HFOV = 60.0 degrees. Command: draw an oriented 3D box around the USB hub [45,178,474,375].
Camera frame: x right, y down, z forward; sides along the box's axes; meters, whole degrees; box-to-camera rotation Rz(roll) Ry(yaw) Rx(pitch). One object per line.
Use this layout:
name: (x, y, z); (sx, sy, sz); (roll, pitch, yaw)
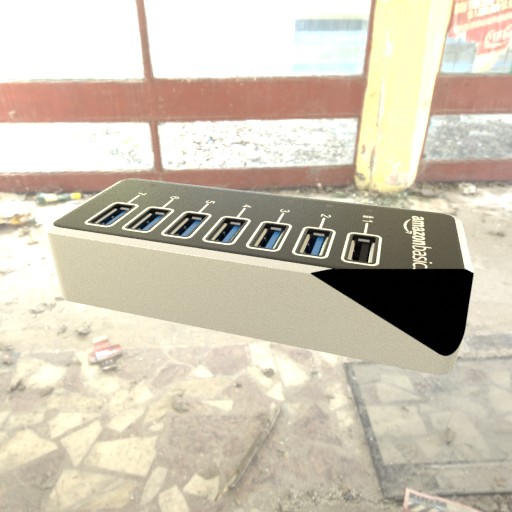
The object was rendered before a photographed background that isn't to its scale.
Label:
USB hub: (0.000, 0.000, 0.129); (0.110, 0.023, 0.044); (9, 30, 15)
